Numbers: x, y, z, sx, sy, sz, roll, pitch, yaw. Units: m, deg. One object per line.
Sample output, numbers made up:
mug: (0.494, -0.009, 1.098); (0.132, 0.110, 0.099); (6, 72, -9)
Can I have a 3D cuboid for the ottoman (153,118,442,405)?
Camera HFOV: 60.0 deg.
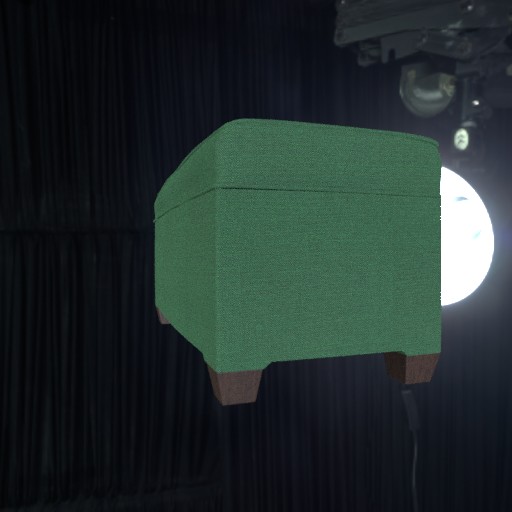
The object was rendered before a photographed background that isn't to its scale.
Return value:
ottoman: (0.000, 0.000, 1.197); (0.483, 0.471, 0.957); (0, 1, -19)
